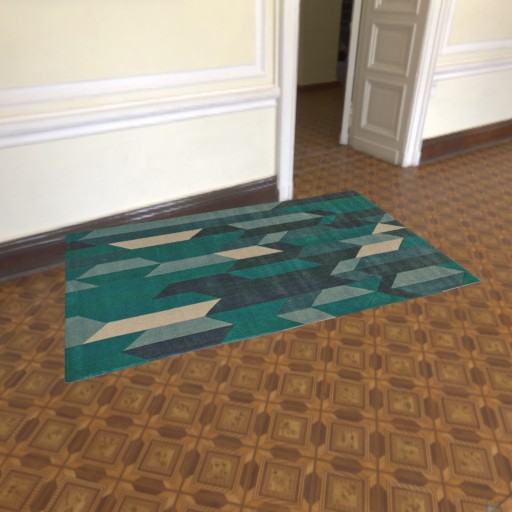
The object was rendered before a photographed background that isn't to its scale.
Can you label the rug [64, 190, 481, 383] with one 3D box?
[{"bbox_3d":[0.000,0.000,2.994,2.420,0.005,1.528,-11,33,-17],"label":"rug"}]
